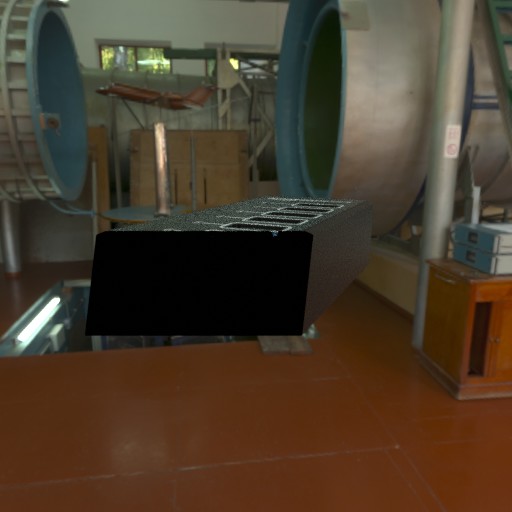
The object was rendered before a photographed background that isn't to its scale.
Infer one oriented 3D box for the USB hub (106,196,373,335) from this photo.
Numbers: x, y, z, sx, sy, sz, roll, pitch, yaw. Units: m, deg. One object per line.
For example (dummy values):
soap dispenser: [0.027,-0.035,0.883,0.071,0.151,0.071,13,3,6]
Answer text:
USB hub: [0.000,0.000,0.126,0.044,0.023,0.110,6,15,25]
